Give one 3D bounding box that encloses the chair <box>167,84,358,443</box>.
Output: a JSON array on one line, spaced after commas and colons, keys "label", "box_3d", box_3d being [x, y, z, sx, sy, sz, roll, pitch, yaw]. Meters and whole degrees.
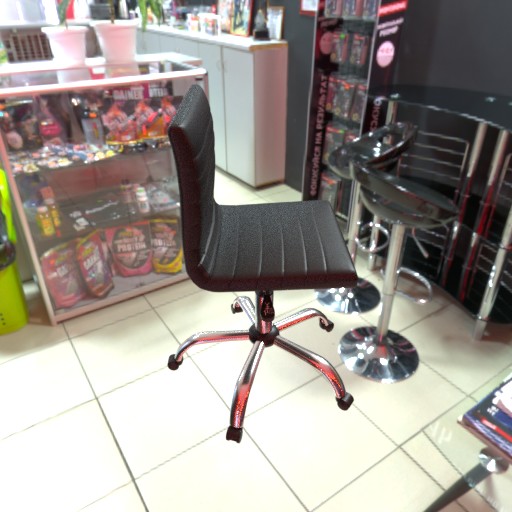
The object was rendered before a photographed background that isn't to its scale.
[{"label": "chair", "box_3d": [0.000, 0.000, 1.143, 0.530, 0.780, 0.556, -1, 32, -1]}]
